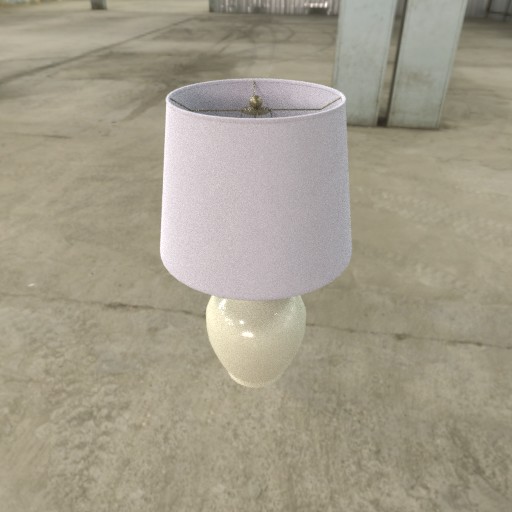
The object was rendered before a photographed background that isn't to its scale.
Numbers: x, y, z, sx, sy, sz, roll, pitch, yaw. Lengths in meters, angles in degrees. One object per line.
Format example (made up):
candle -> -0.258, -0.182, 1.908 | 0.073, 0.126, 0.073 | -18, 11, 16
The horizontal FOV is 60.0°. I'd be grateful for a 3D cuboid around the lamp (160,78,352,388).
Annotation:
lamp -> 0.000, 0.000, 0.573 | 0.239, 0.399, 0.239 | 0, 32, 0
